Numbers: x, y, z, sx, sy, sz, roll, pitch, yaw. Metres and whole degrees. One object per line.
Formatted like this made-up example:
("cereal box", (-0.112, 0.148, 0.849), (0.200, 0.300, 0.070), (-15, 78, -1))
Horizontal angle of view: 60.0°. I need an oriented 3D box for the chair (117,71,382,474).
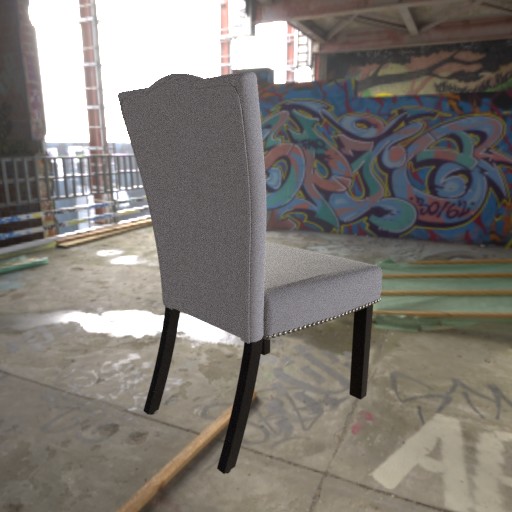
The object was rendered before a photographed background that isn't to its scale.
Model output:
("chair", (0.000, 0.000, 1.295), (0.589, 0.946, 0.518), (-14, 20, -43))
